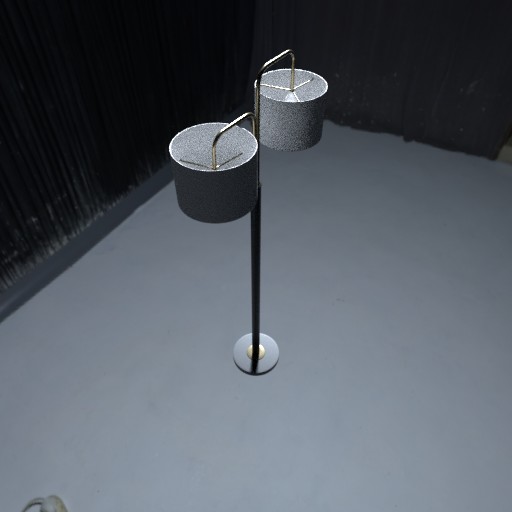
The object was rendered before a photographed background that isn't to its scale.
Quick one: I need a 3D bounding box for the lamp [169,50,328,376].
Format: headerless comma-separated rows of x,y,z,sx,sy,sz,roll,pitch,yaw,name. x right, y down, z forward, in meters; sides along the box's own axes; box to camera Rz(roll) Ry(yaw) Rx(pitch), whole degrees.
0.000,0.000,1.887,0.254,1.587,0.711,24,51,22,lamp
